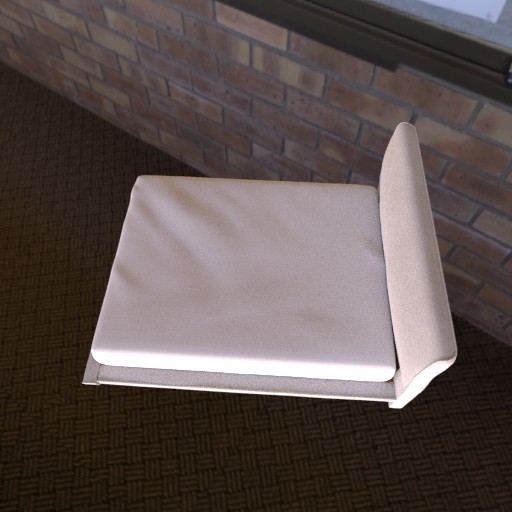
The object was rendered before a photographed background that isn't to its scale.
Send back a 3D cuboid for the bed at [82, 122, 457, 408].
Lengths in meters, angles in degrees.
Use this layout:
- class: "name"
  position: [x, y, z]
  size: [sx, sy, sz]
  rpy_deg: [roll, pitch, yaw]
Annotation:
- class: "bed"
  position: [0.000, 0.000, 3.513]
  size: [2.498, 1.126, 1.980]
  rpy_deg: [3, 58, 2]
